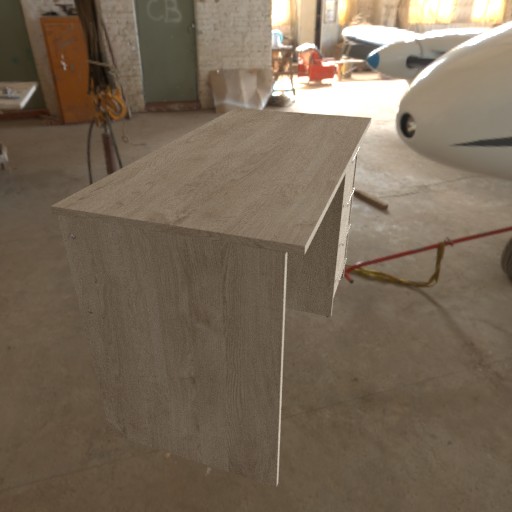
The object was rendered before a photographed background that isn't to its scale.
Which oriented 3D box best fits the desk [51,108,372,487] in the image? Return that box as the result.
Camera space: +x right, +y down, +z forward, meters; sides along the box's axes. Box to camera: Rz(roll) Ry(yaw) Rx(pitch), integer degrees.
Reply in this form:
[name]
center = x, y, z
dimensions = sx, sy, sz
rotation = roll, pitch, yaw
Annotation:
[desk]
center = 0.000, 0.000, 1.503
dimensions = 0.560, 0.730, 1.096
rotation = 10, 31, 16
